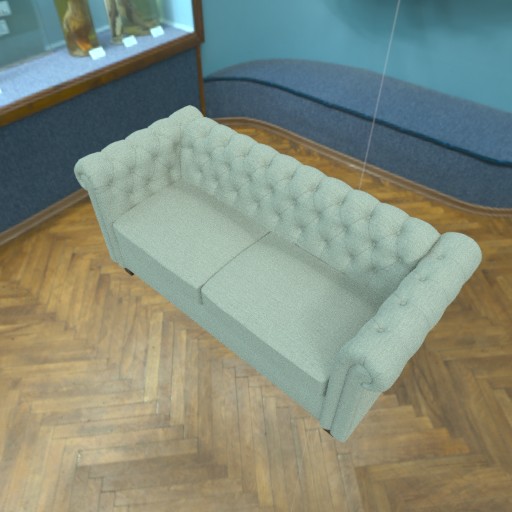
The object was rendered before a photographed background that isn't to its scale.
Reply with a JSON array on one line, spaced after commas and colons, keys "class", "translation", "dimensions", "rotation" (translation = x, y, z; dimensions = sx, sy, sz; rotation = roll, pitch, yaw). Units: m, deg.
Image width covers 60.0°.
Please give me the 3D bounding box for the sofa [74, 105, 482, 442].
[{"class": "sofa", "translation": [0.000, 0.000, 2.246], "dimensions": [1.798, 0.797, 0.783], "rotation": [32, 54, 27]}]
